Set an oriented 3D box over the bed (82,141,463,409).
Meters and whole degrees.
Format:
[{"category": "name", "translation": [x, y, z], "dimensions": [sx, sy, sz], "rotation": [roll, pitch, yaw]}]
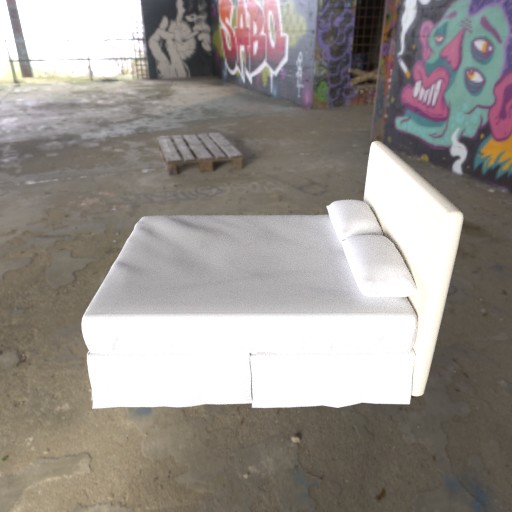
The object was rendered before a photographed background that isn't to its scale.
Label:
[{"category": "bed", "translation": [0.000, 0.000, 3.249], "dimensions": [2.142, 1.330, 1.713], "rotation": [0, 27, 0]}]
